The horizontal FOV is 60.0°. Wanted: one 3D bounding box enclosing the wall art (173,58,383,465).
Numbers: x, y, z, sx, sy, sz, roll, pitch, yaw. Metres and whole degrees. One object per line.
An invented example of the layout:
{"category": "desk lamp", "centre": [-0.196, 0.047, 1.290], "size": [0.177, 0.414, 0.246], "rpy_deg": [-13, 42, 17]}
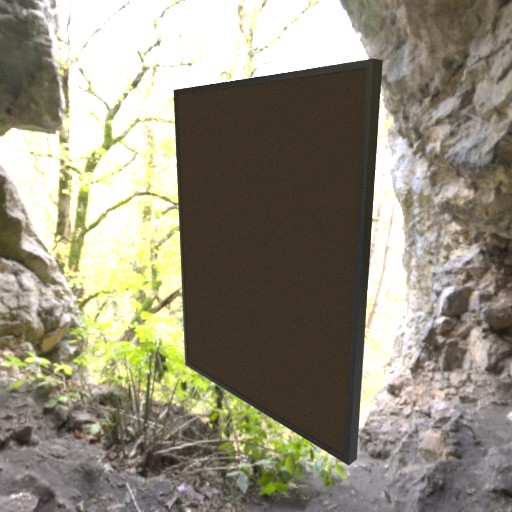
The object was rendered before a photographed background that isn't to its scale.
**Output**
{"category": "wall art", "centre": [0.000, 0.000, 1.412], "size": [0.041, 1.062, 0.803], "rpy_deg": [-13, 19, -42]}
